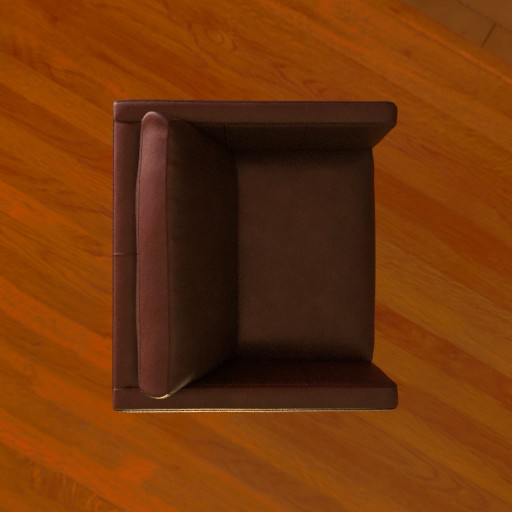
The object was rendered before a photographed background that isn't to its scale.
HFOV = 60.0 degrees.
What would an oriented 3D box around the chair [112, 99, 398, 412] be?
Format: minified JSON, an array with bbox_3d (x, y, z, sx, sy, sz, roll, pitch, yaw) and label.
[{"bbox_3d":[0.000,0.000,1.570,0.862,0.811,0.939,0,90,-1],"label":"chair"}]
